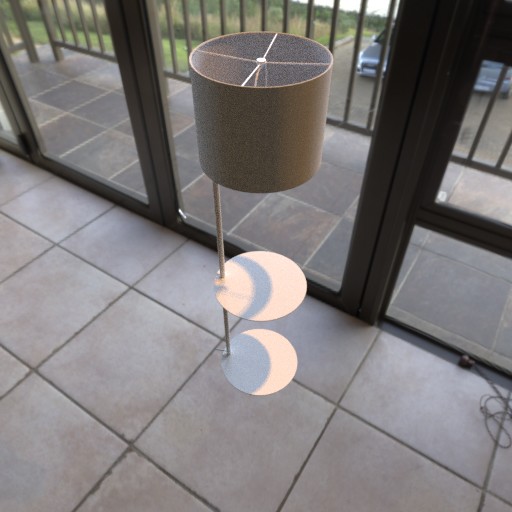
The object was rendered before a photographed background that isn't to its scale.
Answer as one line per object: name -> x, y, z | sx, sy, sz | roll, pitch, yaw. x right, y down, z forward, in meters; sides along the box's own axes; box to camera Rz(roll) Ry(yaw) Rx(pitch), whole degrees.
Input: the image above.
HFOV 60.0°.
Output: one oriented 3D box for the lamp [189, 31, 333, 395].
lamp -> 0.000, 0.000, 1.666 | 0.405, 1.465, 0.372 | 11, 46, 11
